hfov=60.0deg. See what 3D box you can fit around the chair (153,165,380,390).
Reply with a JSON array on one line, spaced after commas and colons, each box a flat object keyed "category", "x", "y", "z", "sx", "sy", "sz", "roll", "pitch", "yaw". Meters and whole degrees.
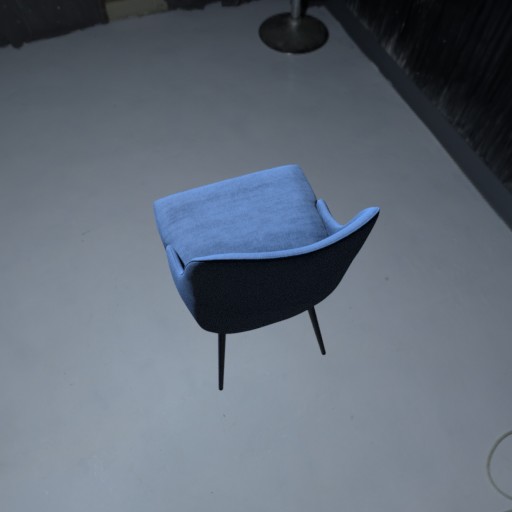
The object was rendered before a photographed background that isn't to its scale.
[{"category": "chair", "x": 0.000, "y": 0.000, "z": 1.229, "sx": 0.478, "sy": 0.896, "sz": 0.559, "roll": -16, "pitch": 60, "yaw": -10}]
